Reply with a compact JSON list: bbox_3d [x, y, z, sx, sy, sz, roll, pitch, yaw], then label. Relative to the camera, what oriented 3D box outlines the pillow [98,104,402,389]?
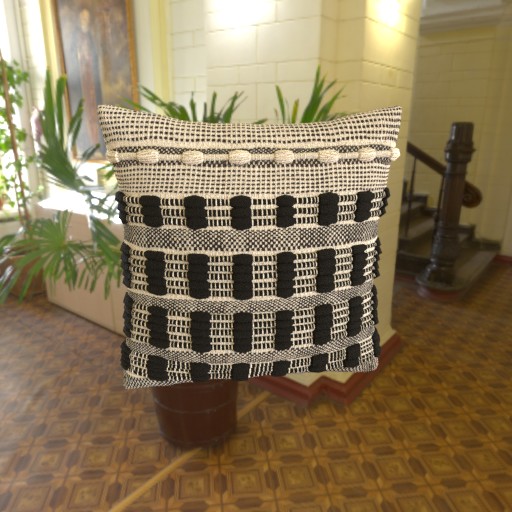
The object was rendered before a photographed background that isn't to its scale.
[{"bbox_3d":[0.000,0.000,0.679,0.436,0.438,0.156,-2,17,-7],"label":"pillow"}]
